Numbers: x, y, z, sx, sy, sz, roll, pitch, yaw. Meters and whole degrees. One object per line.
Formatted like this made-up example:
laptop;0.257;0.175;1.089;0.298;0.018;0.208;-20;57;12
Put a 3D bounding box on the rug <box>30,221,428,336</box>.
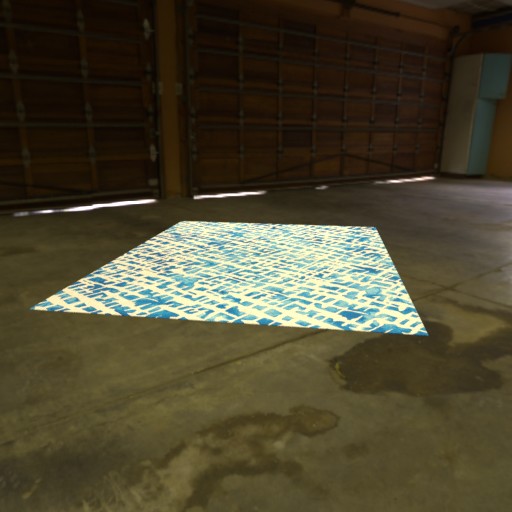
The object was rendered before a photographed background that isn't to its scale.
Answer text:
rug;0.000;0.000;4.070;2.435;0.007;3.007;3;16;9
